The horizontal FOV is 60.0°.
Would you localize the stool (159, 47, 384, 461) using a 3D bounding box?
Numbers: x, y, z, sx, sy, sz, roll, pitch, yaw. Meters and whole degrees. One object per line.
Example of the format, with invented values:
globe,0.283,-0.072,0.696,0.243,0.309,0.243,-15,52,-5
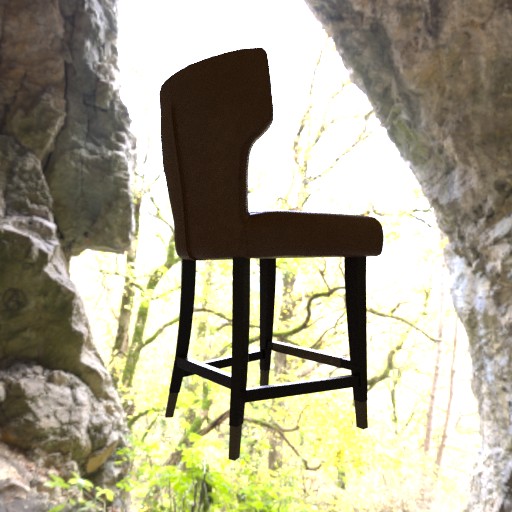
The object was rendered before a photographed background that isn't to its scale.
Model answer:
stool,0.000,0.000,1.332,0.563,0.982,0.526,1,-1,-36
